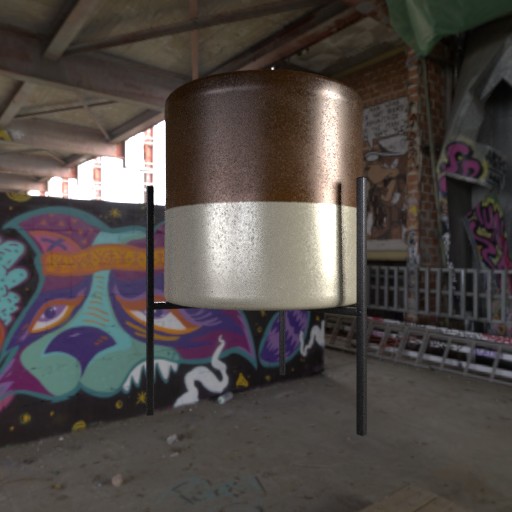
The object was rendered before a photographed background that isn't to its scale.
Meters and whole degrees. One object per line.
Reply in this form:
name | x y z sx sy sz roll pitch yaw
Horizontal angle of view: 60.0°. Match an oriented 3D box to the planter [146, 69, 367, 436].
planter | 0.000 0.000 0.559 0.269 0.375 0.255 0 0 -18
